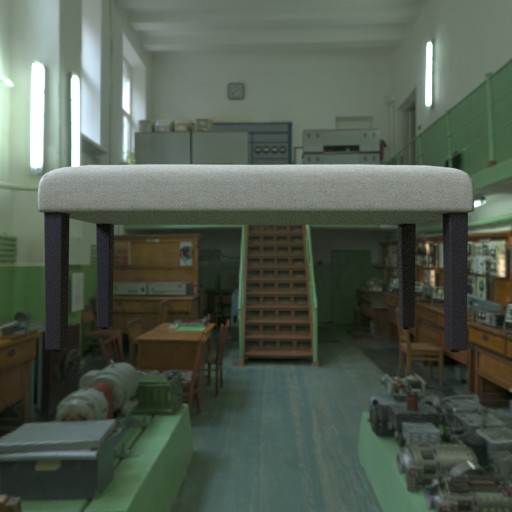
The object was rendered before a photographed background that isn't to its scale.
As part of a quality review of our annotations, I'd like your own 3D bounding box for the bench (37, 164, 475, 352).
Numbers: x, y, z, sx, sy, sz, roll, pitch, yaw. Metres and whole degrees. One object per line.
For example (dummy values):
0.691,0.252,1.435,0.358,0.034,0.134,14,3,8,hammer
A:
0.000,0.000,1.222,1.013,0.456,0.407,0,0,0,bench
